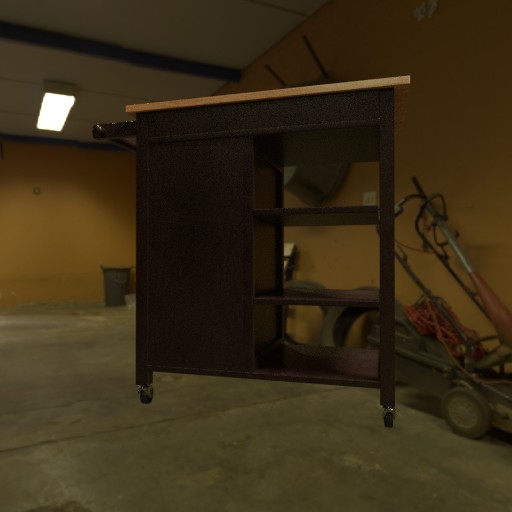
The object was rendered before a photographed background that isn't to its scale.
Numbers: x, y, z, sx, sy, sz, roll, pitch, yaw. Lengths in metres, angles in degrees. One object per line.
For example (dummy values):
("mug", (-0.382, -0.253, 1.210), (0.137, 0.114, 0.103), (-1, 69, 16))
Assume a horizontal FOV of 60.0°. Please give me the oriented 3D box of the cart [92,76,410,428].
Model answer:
("cart", (0.000, 0.000, 1.430), (0.914, 0.878, 0.472), (0, -1, 16))
